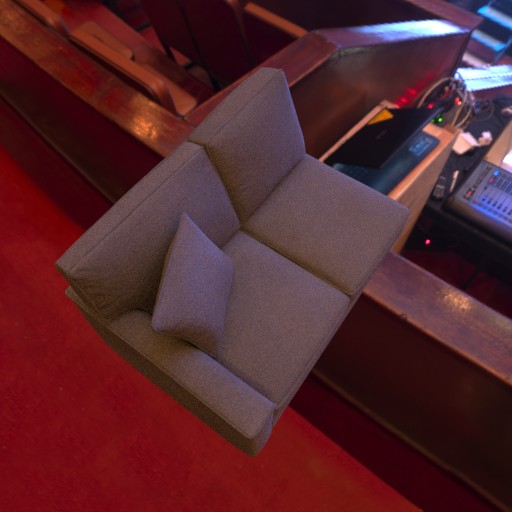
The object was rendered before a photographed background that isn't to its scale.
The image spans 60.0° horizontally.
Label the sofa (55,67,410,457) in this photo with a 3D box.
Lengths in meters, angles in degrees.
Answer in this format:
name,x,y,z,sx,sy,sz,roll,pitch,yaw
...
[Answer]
name,x,y,z,sx,sy,sz,roll,pitch,yaw
sofa,0.000,0.000,2.096,0.991,0.989,1.388,31,64,17
